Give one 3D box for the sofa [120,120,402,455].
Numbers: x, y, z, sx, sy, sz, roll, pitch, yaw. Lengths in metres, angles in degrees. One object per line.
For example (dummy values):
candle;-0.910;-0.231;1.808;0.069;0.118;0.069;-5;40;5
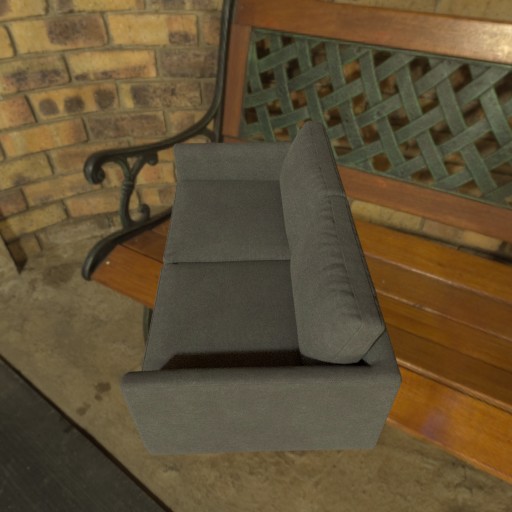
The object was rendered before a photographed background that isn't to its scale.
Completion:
sofa;0.000;0.000;2.518;1.091;0.845;1.909;-1;42;-1
